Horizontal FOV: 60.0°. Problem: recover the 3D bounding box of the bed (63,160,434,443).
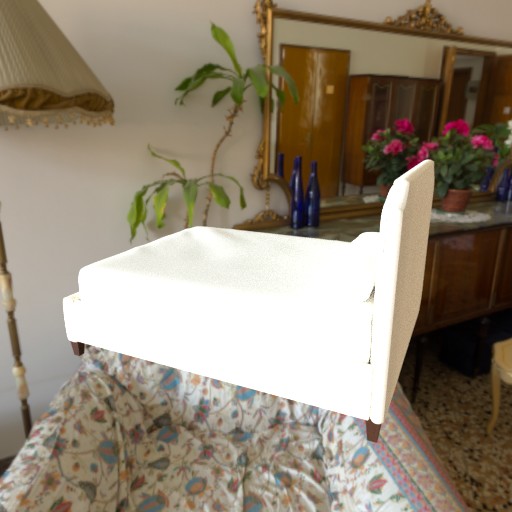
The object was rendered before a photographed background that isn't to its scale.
[{"bbox_3d":[0.000,0.000,3.415,2.365,1.443,1.712,8,18,24],"label":"bed"}]
